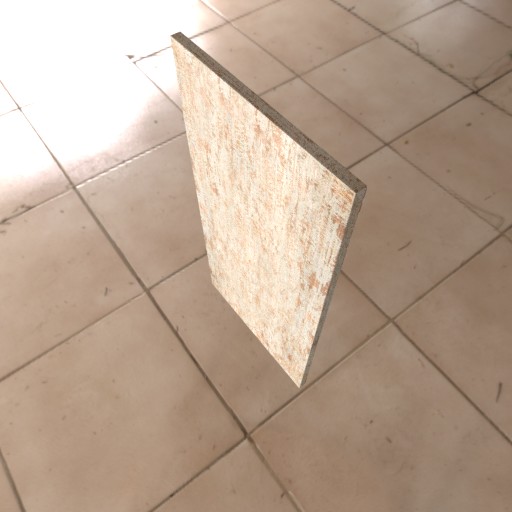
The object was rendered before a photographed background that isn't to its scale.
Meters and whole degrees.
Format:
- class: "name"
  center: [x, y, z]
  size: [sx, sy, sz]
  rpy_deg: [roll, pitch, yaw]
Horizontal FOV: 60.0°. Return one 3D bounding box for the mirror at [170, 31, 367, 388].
- class: "mirror"
  center: [0.000, 0.000, 1.092]
  size: [0.027, 0.922, 0.472]
  rpy_deg: [-33, 63, -19]
